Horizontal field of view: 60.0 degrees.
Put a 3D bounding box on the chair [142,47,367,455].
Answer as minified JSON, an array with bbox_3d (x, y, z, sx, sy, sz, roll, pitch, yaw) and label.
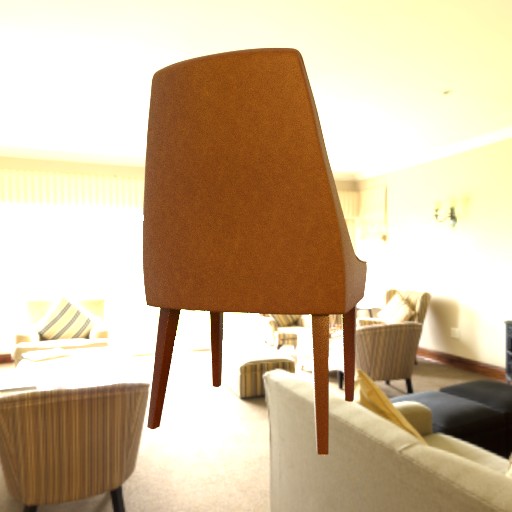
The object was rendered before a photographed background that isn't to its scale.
[{"bbox_3d":[0.000,0.000,1.180,0.529,0.861,0.544,0,0,20],"label":"chair"}]
